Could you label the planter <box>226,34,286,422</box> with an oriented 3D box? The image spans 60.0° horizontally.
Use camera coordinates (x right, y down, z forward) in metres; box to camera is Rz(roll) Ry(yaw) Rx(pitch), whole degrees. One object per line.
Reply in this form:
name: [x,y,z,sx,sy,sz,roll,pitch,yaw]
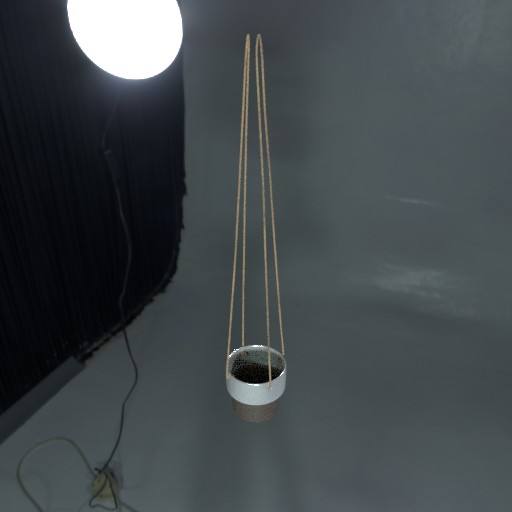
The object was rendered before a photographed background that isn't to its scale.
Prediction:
planter: [0.000,0.000,1.198,0.187,1.073,0.187,9,28,17]
